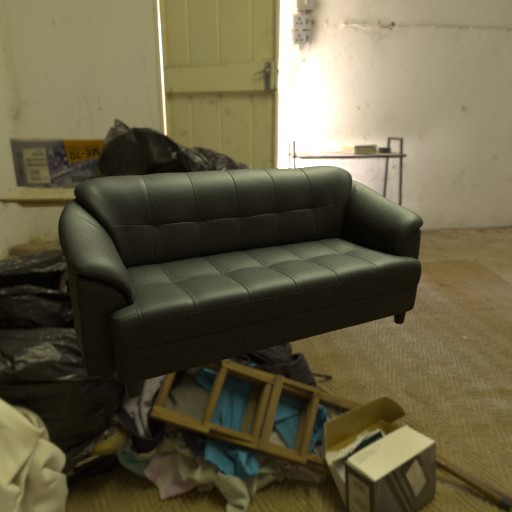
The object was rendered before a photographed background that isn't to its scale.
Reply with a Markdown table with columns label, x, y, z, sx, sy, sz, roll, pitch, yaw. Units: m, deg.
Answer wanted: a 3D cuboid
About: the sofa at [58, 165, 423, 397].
| label | x | y | z | sx | sy | sz | roll | pitch | yaw |
| --- | --- | --- | --- | --- | --- | --- | --- | --- | --- |
| sofa | 0.000 | 0.000 | 2.292 | 1.829 | 0.811 | 0.800 | -9 | 19 | -26 |
